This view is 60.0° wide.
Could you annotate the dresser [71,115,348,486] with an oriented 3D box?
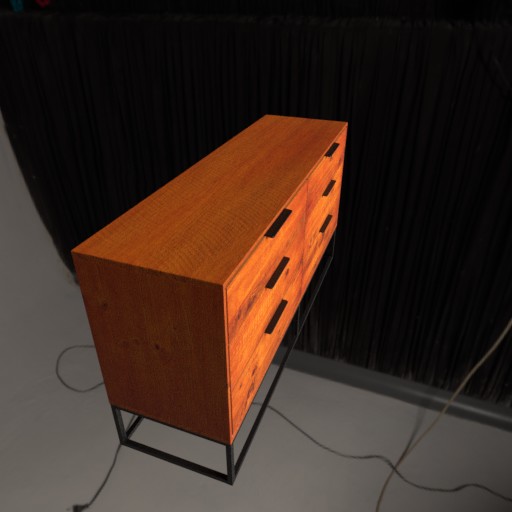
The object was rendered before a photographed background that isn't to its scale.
[{"bbox_3d":[0.000,0.000,1.921,0.464,0.810,1.536,11,33,18],"label":"dresser"}]
